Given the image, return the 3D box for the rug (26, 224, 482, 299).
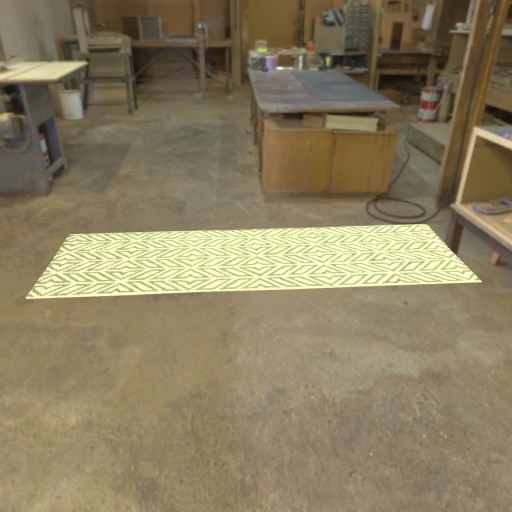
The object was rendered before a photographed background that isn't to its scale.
[{"bbox_3d":[0.000,0.000,2.688,2.435,0.009,0.750,-2,29,-3],"label":"rug"}]
